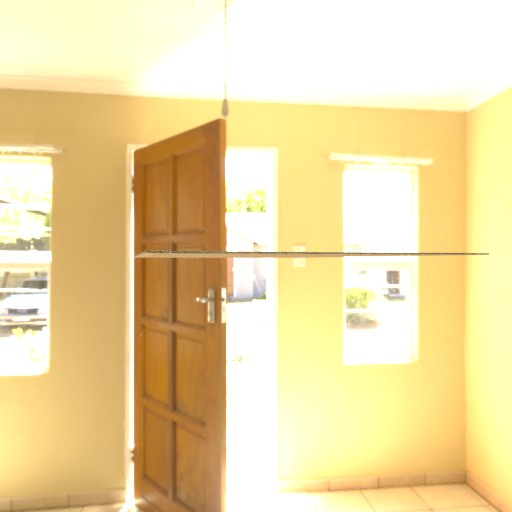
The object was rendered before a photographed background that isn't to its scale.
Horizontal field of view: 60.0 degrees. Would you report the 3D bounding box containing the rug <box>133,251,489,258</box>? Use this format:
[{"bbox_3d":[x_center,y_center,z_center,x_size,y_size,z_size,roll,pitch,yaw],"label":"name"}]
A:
[{"bbox_3d":[0.000,0.000,2.193,1.142,0.006,1.752,0,-1,-17],"label":"rug"}]
